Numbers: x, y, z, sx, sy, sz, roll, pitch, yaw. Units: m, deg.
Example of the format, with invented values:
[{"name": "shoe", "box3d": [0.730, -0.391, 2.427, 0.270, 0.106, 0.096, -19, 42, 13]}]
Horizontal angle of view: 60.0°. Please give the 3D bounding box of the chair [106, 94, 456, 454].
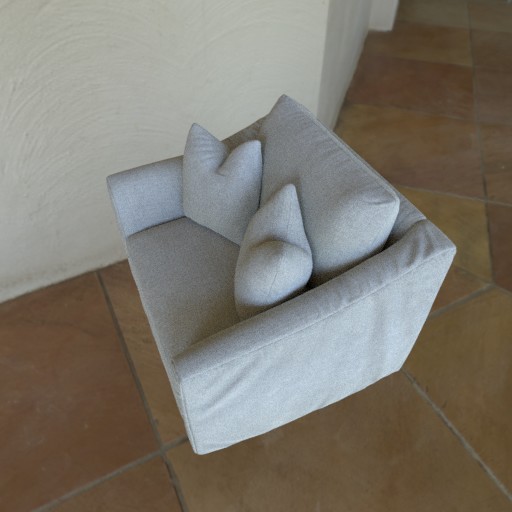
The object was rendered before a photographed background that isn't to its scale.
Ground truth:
[{"name": "chair", "box3d": [0.000, 0.000, 2.034, 1.071, 1.059, 1.194, -18, 48, -17]}]
